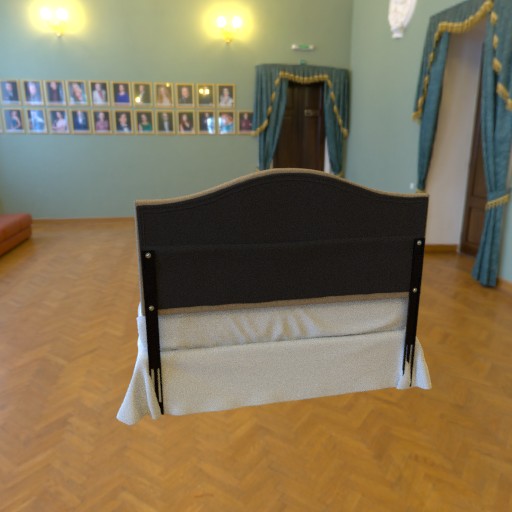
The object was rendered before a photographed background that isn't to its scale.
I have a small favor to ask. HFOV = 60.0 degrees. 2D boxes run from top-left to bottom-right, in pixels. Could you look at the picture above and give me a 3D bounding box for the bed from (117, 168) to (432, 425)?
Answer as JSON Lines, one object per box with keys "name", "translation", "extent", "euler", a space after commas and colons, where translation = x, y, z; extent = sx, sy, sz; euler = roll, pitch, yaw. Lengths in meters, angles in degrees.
{"name": "bed", "translation": [0.000, 0.000, 3.972], "extent": [2.311, 1.651, 2.222], "euler": [-3, 15, -11]}
